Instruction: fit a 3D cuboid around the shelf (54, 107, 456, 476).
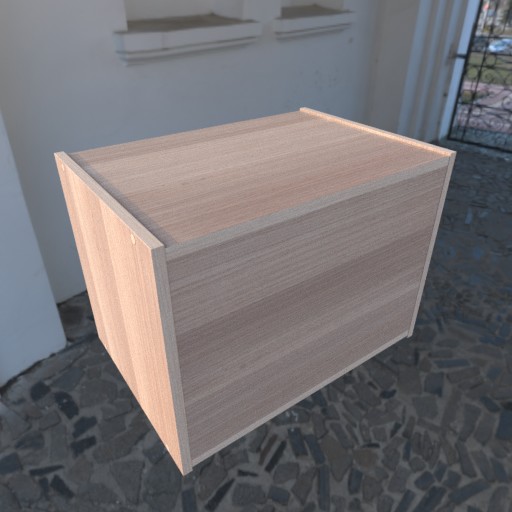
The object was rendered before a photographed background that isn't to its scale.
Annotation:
[{"bbox_3d":[0.000,0.000,0.636,0.415,0.305,0.290,-21,37,-30],"label":"shelf"}]
